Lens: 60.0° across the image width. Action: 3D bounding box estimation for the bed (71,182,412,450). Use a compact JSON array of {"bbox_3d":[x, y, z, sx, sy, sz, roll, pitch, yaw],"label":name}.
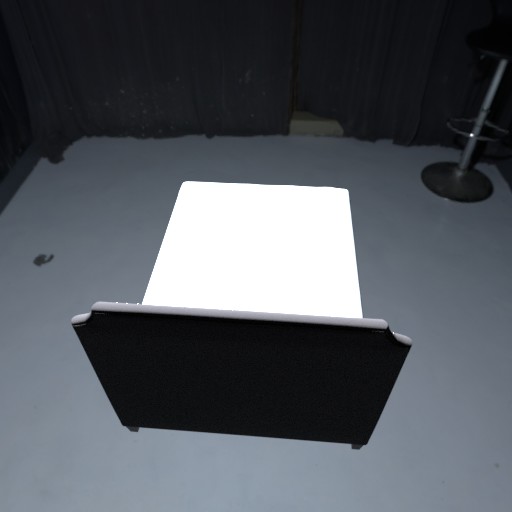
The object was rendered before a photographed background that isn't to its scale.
[{"bbox_3d":[0.000,0.000,3.424,1.713,1.443,2.372,3,45,3],"label":"bed"}]
